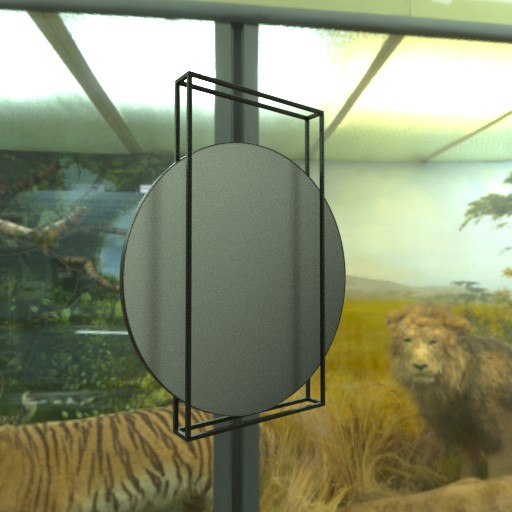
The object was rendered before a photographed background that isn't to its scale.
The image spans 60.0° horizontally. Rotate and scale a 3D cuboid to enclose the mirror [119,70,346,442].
[{"bbox_3d":[0.000,0.000,0.833,0.508,0.603,0.051,1,-2,-37],"label":"mirror"}]
